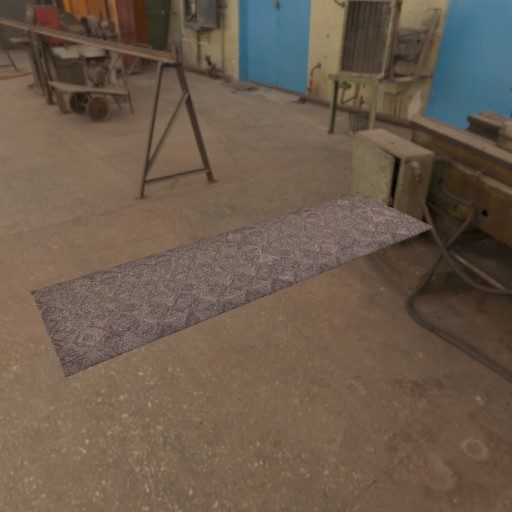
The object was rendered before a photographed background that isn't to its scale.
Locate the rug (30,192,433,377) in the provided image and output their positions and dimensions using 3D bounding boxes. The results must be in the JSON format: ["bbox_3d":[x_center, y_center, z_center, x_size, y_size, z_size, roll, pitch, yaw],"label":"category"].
[{"bbox_3d":[0.000,0.000,2.548,2.296,0.011,0.691,-19,36,-28],"label":"rug"}]
